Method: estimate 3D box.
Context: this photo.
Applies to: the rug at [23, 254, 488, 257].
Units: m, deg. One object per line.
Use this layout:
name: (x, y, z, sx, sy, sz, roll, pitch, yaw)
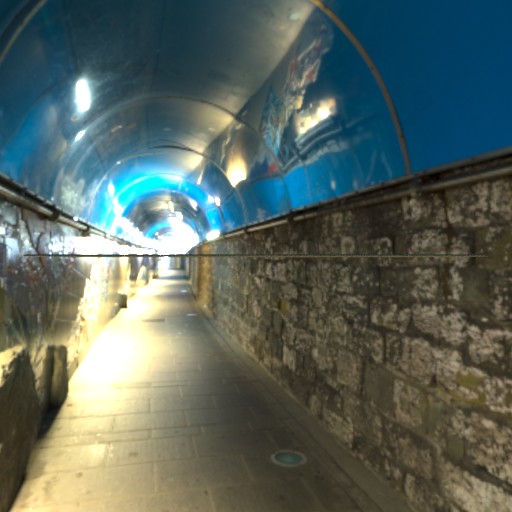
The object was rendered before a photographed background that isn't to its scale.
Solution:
rug: (0.000, 0.000, 2.421, 2.196, 0.011, 0.662, 0, -1, -1)
